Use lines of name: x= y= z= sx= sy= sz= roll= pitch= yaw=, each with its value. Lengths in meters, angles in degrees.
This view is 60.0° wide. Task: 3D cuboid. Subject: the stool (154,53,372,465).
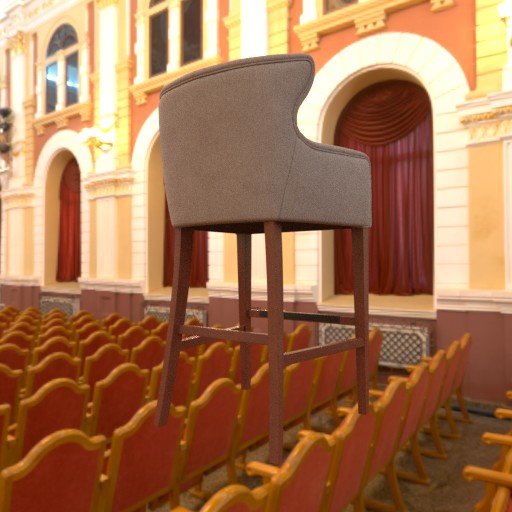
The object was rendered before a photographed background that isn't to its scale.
stool: x=0.000 y=0.000 z=1.421 sx=0.575 sy=1.047 sz=0.575 roll=-1 pitch=-2 yaw=36
